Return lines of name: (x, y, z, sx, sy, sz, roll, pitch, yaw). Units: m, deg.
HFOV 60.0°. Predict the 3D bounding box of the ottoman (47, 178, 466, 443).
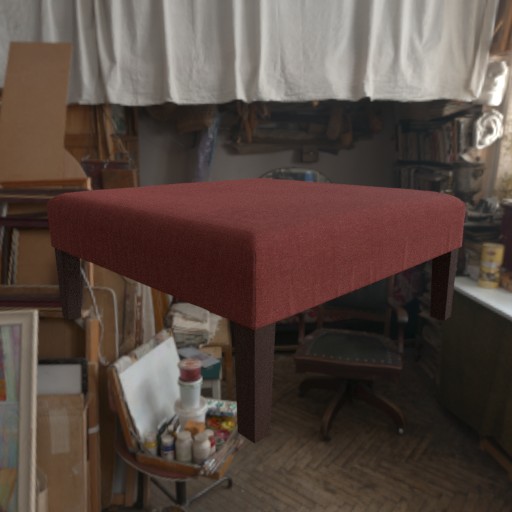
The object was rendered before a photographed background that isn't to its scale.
ottoman: (0.000, 0.000, 1.353, 0.890, 0.411, 0.889, -14, 20, -43)
